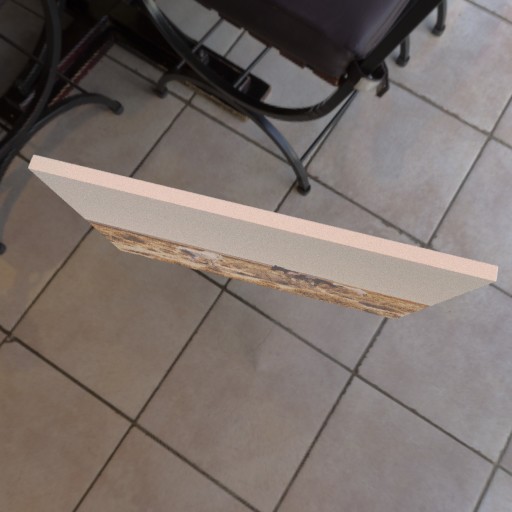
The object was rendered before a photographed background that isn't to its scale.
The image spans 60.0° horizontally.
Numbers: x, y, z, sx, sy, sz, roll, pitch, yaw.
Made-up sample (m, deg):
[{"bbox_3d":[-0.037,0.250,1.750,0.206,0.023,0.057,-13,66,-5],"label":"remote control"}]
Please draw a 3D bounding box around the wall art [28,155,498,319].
[{"bbox_3d":[0.000,0.000,1.891,1.520,1.016,0.051,14,76,4],"label":"wall art"}]
